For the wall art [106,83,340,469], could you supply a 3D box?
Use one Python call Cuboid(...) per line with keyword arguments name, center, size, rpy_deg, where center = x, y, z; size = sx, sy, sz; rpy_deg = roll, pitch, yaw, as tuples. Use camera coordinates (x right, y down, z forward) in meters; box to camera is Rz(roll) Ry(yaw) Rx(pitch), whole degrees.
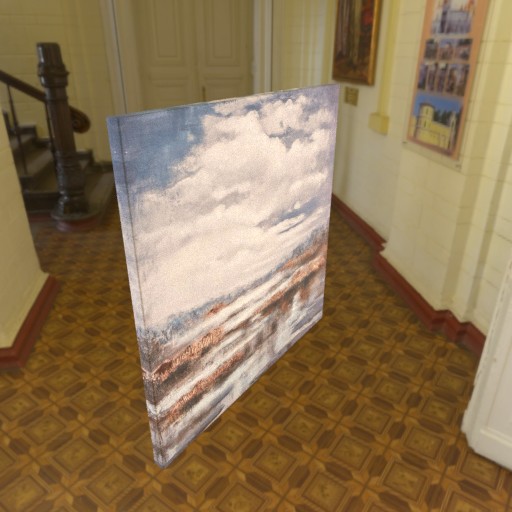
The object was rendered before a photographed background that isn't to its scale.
Cuboid(name="wall art", center=(0.000, 0.000, 1.490), size=(0.040, 1.020, 1.010), rpy_deg=(17, 31, 32))
